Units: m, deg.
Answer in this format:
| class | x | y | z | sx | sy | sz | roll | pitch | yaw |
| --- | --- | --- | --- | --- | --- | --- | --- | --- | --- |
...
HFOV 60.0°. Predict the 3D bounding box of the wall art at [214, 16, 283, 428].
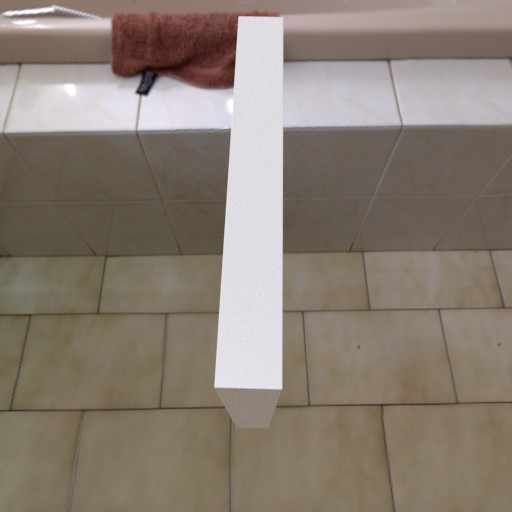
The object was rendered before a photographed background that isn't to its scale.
| class | x | y | z | sx | sy | sz | roll | pitch | yaw |
| --- | --- | --- | --- | --- | --- | --- | --- | --- | --- |
| wall art | 0.000 | 0.000 | 0.448 | 0.038 | 0.305 | 0.305 | 1 | 65 | 1 |
